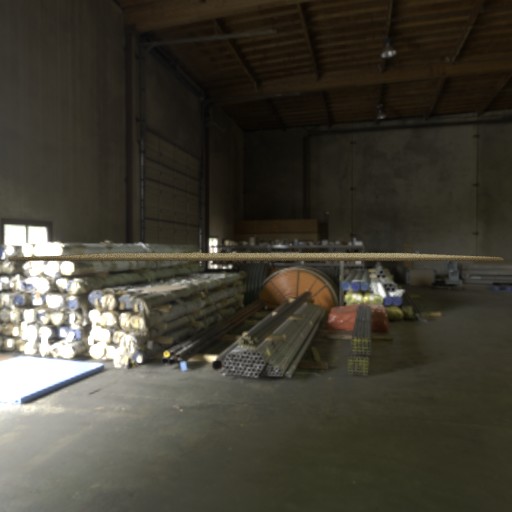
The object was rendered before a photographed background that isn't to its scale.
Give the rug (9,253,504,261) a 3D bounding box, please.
[{"bbox_3d":[0.000,0.000,2.014,1.667,0.013,1.062,0,1,0],"label":"rug"}]
